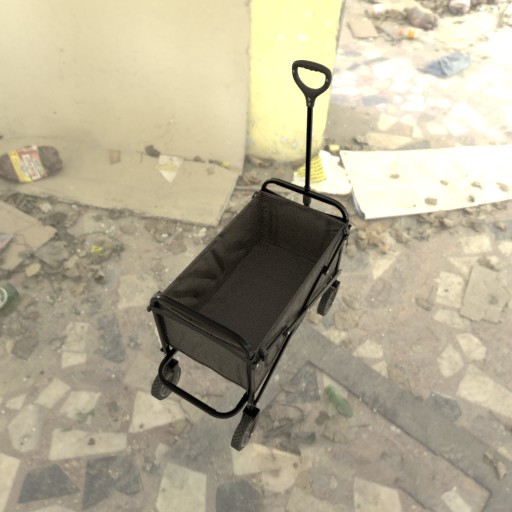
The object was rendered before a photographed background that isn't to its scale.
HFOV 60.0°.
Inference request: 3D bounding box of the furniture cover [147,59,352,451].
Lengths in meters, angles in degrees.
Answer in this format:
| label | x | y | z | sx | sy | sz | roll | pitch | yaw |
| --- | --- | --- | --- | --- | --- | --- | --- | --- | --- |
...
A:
| label | x | y | z | sx | sy | sz | roll | pitch | yaw |
| --- | --- | --- | --- | --- | --- | --- | --- | --- | --- |
| furniture cover | 0.000 | 0.000 | 1.792 | 0.532 | 1.295 | 1.038 | 24 | 51 | 21 |
